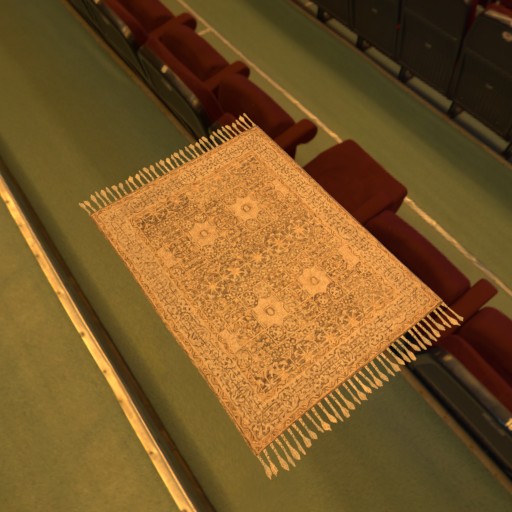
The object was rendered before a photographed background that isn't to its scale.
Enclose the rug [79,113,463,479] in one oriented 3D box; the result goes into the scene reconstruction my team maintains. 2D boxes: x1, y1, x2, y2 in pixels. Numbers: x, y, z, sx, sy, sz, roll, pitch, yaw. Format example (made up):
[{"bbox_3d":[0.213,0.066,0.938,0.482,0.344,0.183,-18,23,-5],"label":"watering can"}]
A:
[{"bbox_3d":[0.000,0.000,3.177,1.619,0.023,2.465,-33,65,-18],"label":"rug"}]
